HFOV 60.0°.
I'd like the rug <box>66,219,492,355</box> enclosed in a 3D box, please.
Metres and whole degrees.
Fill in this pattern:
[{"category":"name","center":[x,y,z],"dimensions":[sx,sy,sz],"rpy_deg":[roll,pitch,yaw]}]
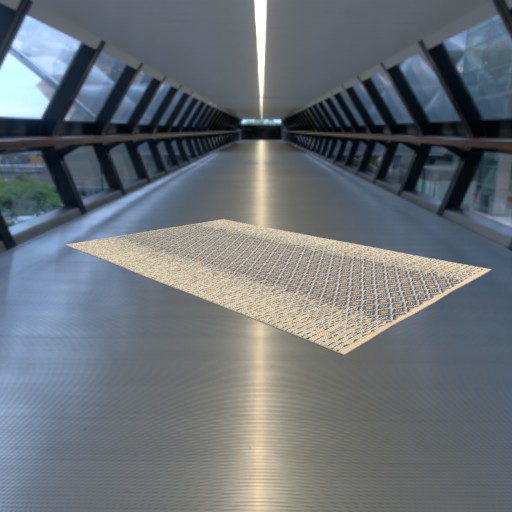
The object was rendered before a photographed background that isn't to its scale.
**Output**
[{"category":"rug","center":[0.000,0.000,2.960],"dimensions":[1.541,0.008,2.448],"rpy_deg":[-14,20,-43]}]
